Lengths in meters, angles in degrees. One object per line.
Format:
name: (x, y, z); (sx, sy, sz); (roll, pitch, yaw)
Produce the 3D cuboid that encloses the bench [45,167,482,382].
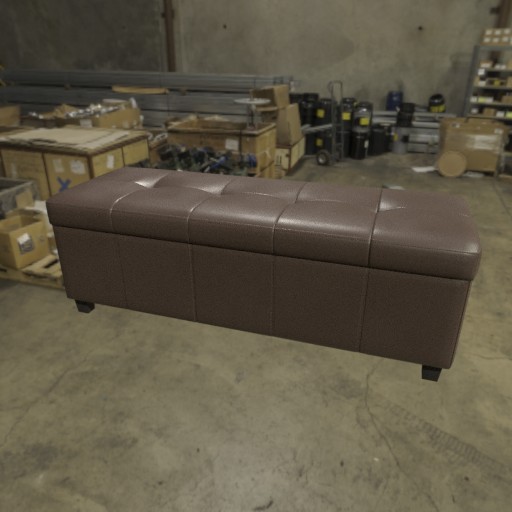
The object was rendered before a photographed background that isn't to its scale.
bench: (0.000, 0.000, 1.423); (1.219, 0.417, 0.450); (8, 26, 16)
